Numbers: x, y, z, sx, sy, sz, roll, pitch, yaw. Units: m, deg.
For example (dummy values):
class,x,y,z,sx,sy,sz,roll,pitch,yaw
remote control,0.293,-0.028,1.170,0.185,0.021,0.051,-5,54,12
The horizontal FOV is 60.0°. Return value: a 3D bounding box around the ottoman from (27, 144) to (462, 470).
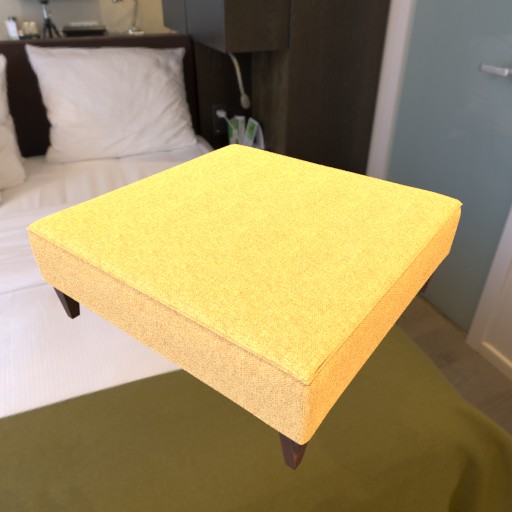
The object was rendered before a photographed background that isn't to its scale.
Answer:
class,x,y,z,sx,sy,sz,roll,pitch,yaw
ottoman,0.000,0.000,1.448,0.981,0.378,0.970,22,38,31
